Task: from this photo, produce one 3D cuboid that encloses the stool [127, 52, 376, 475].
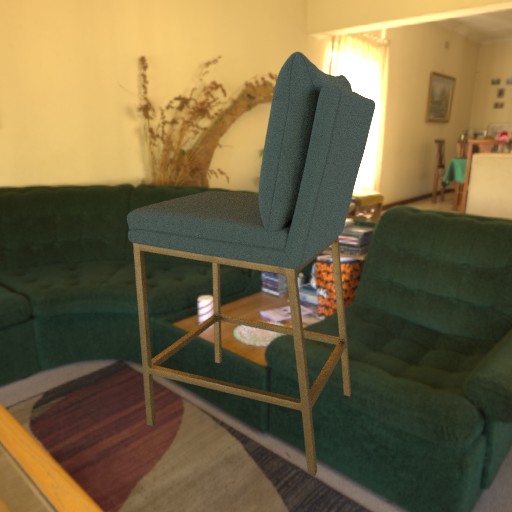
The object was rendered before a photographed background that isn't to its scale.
[{"bbox_3d":[0.000,0.000,1.315,0.568,1.032,0.463,7,17,24],"label":"stool"}]
